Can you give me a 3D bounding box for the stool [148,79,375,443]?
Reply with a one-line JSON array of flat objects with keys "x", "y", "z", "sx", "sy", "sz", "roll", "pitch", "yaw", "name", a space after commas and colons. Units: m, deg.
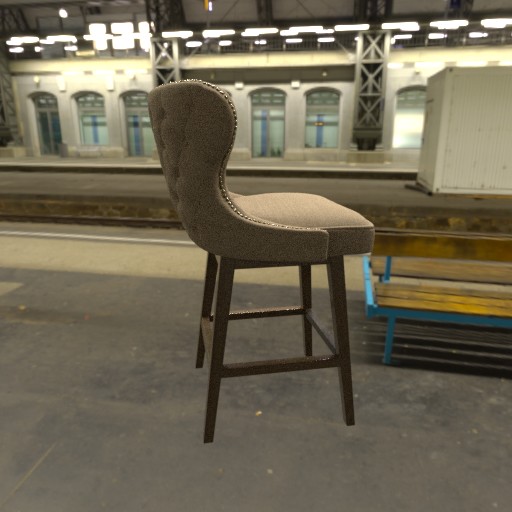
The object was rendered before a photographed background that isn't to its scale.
[{"x": 0.000, "y": 0.000, "z": 1.379, "sx": 0.597, "sy": 0.972, "sz": 0.615, "roll": -3, "pitch": 16, "yaw": -10, "name": "stool"}]
